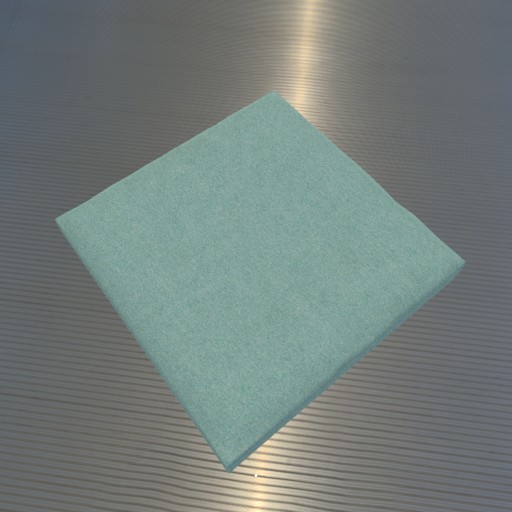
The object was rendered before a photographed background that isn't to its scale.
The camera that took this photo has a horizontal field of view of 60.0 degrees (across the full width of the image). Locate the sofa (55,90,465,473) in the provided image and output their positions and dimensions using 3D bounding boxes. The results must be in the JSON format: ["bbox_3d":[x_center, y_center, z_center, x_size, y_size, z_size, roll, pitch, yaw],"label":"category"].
[{"bbox_3d":[0.000,0.000,1.481,0.930,0.330,0.930,-35,69,-16],"label":"sofa"}]
